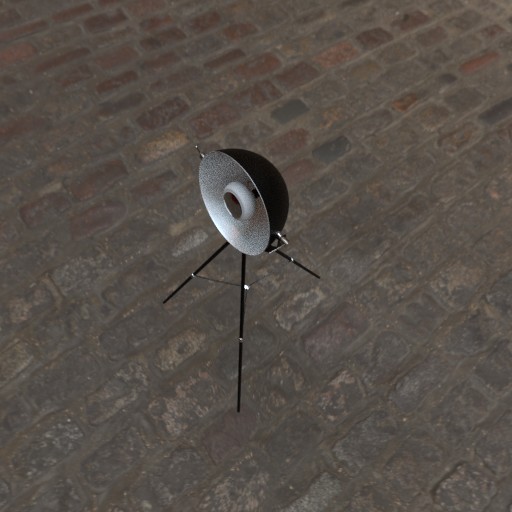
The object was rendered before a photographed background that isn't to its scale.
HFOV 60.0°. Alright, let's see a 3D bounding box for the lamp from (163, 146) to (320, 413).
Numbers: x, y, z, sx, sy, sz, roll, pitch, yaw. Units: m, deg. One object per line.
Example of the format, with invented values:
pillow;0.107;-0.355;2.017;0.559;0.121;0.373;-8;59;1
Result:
lamp;0.000;0.000;2.075;0.920;1.512;0.817;-36;69;-16
